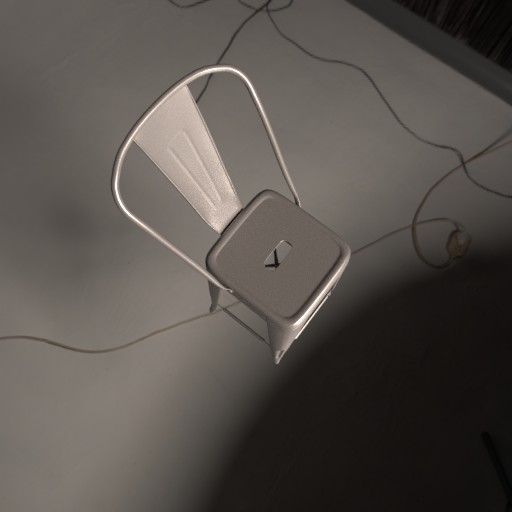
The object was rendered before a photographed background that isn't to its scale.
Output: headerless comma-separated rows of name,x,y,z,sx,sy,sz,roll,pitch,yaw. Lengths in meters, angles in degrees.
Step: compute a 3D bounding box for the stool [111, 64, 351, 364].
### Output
stool,0.000,0.000,1.344,0.513,1.096,0.399,37,78,10
